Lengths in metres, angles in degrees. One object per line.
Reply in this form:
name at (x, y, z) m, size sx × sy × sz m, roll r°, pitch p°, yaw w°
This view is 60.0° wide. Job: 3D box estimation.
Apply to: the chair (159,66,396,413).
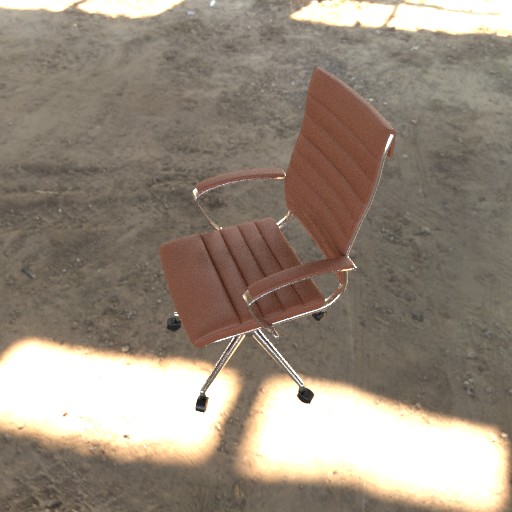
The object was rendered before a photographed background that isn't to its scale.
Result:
chair at (0.000, 0.000, 1.656) m, size 0.739 × 1.149 × 0.766 m, roll -16°, pitch 49°, yaw -15°
